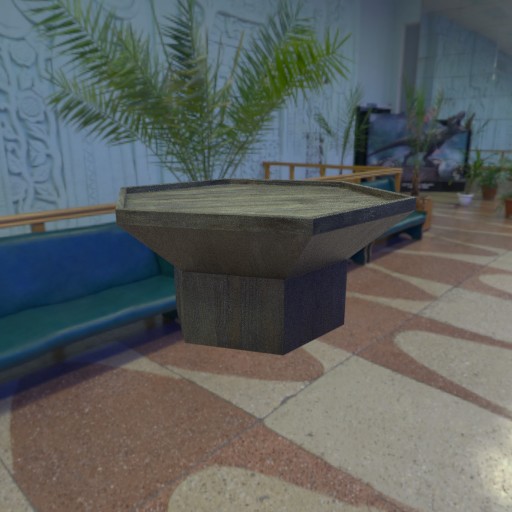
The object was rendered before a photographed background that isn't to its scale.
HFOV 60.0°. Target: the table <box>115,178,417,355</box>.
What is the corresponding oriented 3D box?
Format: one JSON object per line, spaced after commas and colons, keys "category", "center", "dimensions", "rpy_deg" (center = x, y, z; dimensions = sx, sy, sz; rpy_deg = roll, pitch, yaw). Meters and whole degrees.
{"category": "table", "center": [0.000, 0.000, 1.688], "dimensions": [1.115, 0.488, 0.966], "rpy_deg": [-15, 21, -43]}
